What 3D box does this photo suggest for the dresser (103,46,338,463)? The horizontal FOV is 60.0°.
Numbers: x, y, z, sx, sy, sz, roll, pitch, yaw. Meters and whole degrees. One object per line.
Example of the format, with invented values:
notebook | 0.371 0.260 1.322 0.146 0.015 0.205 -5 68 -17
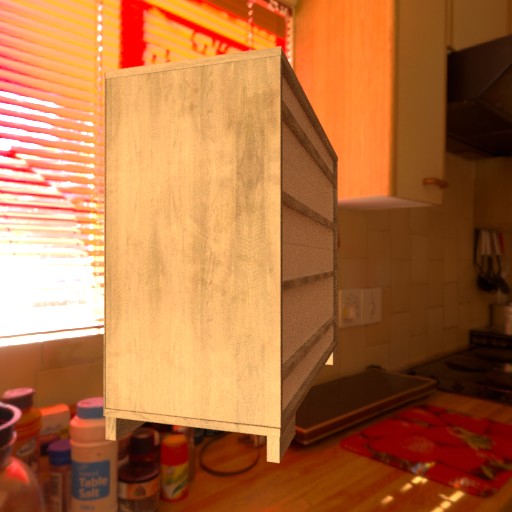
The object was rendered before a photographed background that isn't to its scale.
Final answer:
dresser | 0.000 0.000 1.399 0.404 0.816 0.994 0 0 17
